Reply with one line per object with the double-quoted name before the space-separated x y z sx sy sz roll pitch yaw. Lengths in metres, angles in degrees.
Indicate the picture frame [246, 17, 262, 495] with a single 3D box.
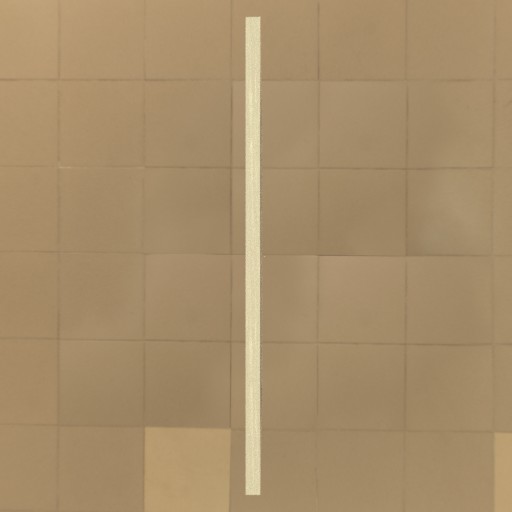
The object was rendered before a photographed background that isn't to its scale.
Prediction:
"picture frame" 0.000 0.000 1.200 0.029 0.640 0.950 0 90 1
